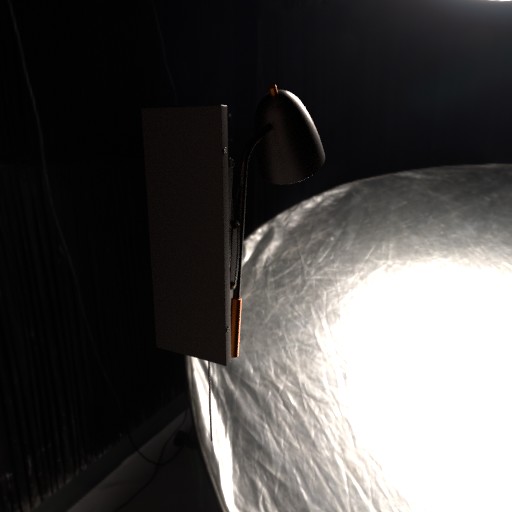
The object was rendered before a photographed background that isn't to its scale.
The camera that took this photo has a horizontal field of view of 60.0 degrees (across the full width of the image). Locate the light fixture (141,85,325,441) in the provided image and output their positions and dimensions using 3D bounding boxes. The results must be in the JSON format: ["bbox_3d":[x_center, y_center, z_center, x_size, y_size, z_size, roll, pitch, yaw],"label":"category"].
[{"bbox_3d":[0.000,0.000,0.967,0.162,0.715,0.499,8,17,27],"label":"light fixture"}]
